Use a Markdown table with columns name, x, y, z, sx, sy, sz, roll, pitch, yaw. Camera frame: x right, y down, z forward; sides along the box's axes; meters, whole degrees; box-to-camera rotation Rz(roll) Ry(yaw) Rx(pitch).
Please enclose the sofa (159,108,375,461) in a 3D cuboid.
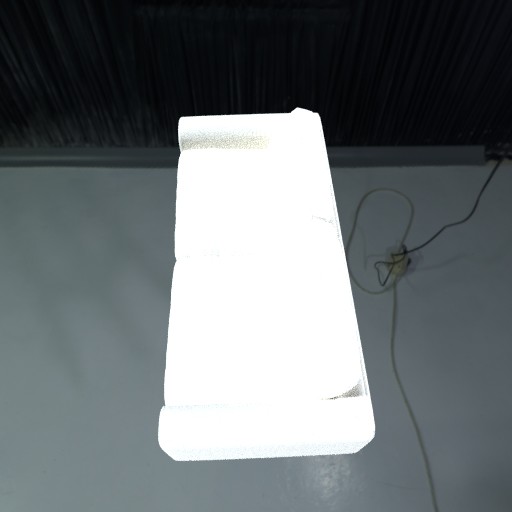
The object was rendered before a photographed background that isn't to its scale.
| name | x | y | z | sx | sy | sz | roll | pitch | yaw |
| --- | --- | --- | --- | --- | --- | --- | --- | --- | --- |
| sofa | 0.000 | 0.000 | 2.796 | 1.070 | 0.801 | 2.262 | -2 | 58 | -1 |
